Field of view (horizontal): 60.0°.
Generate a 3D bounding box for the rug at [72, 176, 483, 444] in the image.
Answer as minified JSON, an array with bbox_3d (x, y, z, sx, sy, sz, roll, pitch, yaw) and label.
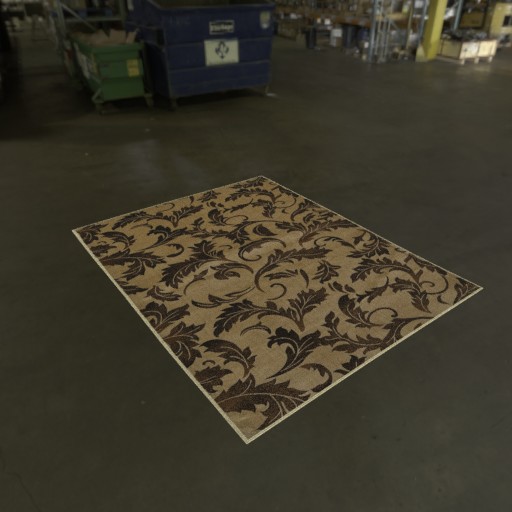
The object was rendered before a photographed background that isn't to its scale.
[{"bbox_3d":[0.000,0.000,3.996,2.380,0.008,2.977,-22,38,-30],"label":"rug"}]
